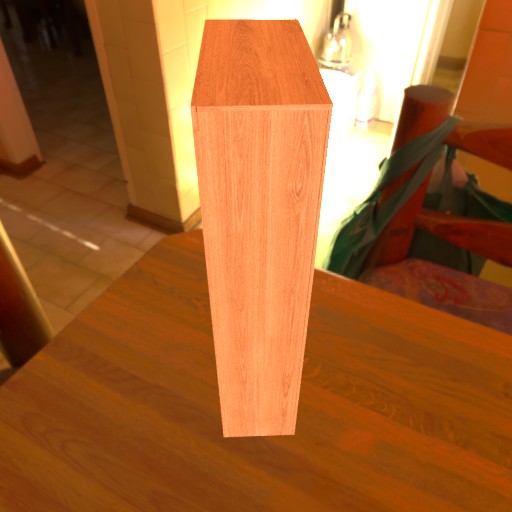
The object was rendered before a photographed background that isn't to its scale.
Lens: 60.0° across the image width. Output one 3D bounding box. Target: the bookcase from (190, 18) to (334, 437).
[{"bbox_3d":[0.000,0.000,2.317,0.420,2.020,0.950,-1,42,-2],"label":"bookcase"}]
